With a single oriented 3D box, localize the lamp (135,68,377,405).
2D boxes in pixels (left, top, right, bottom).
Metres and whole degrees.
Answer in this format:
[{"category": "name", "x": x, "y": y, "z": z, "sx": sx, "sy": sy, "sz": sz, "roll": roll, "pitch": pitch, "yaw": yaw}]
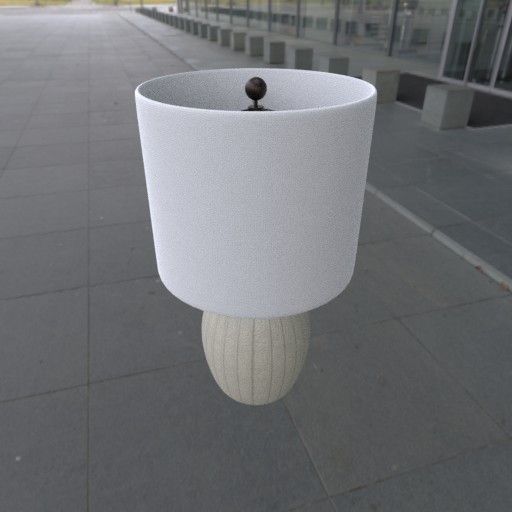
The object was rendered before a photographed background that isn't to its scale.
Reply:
[{"category": "lamp", "x": 0.000, "y": 0.000, "z": 0.753, "sx": 0.329, "sy": 0.570, "sz": 0.329, "roll": -2, "pitch": 31, "yaw": -3}]
